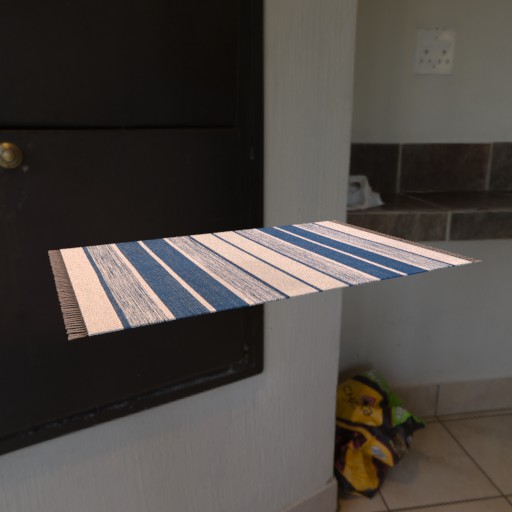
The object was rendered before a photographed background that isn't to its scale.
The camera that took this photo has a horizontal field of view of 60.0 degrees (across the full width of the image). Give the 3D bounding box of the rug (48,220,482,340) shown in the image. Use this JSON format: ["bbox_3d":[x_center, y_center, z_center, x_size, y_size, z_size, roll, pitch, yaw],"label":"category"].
[{"bbox_3d":[0.000,0.000,2.934,2.441,0.010,1.532,-8,17,-26],"label":"rug"}]
